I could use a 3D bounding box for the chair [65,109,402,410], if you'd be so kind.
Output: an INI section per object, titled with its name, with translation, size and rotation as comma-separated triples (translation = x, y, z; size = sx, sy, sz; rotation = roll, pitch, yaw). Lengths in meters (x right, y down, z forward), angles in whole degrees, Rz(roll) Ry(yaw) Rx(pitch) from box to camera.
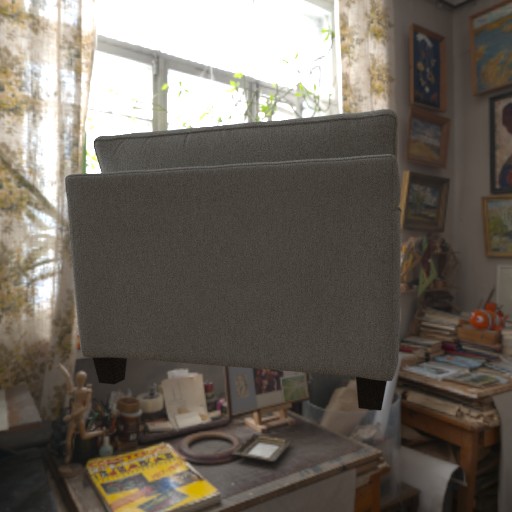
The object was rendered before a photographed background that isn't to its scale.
[chair]
translation = 0.000, 0.000, 1.971
size = 1.220, 1.016, 1.041
rotation = 0, 0, 17
